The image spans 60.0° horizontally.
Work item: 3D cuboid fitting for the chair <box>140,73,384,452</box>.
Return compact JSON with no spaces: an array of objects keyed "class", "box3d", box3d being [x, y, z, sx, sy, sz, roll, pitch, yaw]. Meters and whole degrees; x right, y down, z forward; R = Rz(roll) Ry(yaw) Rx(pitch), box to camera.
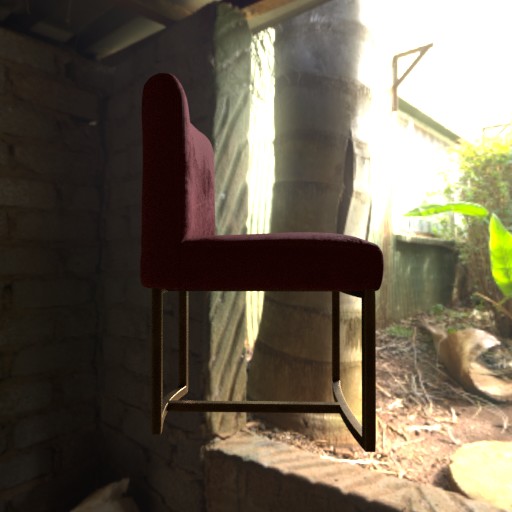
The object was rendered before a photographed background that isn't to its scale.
[{"class":"chair","box3d":[0.000,0.000,1.183,0.560,0.824,0.530,0,-1,2]}]
